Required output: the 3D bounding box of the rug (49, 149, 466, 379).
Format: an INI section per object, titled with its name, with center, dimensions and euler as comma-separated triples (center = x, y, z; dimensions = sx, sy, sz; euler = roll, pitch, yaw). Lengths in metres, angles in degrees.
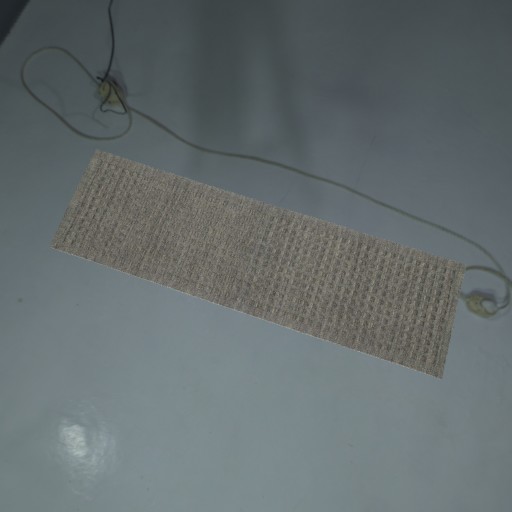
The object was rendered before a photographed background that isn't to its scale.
[rug]
center = 0.000, 0.000, 2.691
dimensions = 2.443, 0.009, 0.706
euler = 18, 75, 5
